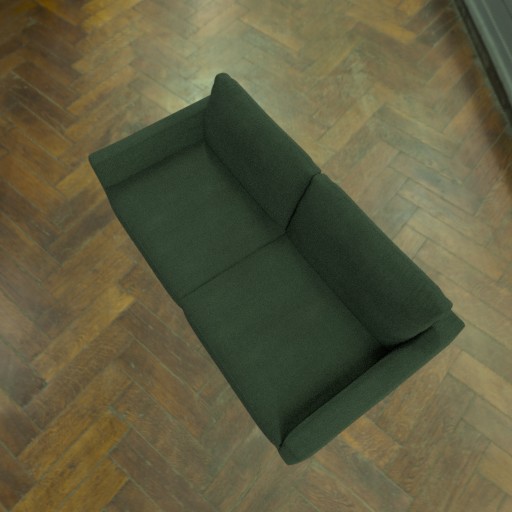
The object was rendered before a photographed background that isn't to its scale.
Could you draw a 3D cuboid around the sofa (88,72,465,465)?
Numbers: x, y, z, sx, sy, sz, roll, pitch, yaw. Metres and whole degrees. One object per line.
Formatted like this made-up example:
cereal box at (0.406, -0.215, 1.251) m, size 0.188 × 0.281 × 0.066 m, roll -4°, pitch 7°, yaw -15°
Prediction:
sofa at (0.000, 0.000, 2.119) m, size 0.875 × 0.817 × 1.676 m, roll -33°, pitch 67°, yaw -15°
